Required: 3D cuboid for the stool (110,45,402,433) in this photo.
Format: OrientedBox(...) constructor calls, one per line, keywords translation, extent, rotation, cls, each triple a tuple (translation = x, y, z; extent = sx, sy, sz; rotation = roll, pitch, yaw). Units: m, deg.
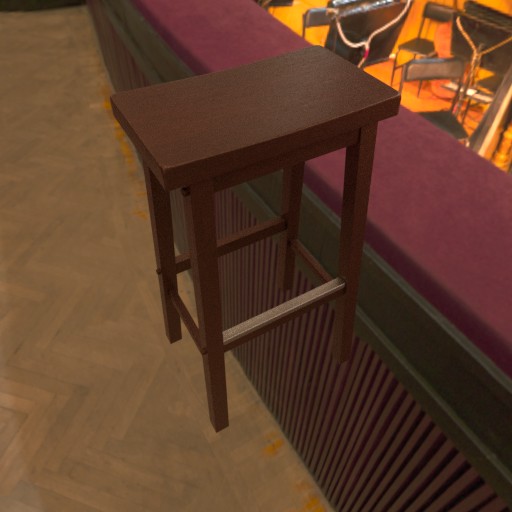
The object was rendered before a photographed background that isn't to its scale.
OrientedBox(translation=(0.000, 0.000, 0.967), extent=(0.406, 0.742, 0.322), rotation=(-23, 51, -20), cls="stool")
